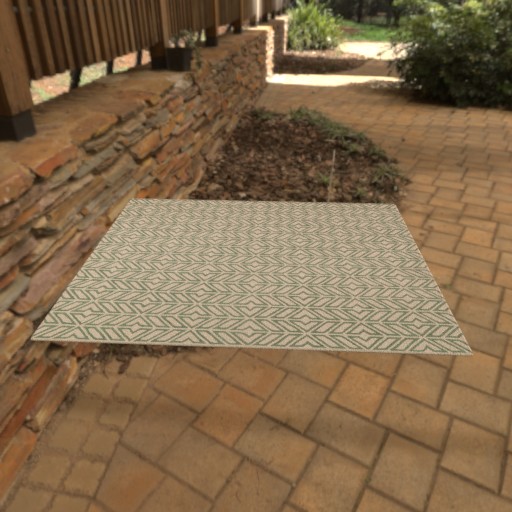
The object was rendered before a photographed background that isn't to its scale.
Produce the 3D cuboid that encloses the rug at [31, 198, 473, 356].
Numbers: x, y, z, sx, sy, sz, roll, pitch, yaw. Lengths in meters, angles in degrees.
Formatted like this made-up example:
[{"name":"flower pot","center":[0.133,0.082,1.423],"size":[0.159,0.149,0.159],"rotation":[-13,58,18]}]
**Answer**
[{"name":"rug","center":[0.000,0.000,4.078],"size":[3.050,0.017,2.441],"rotation":[2,31,3]}]
